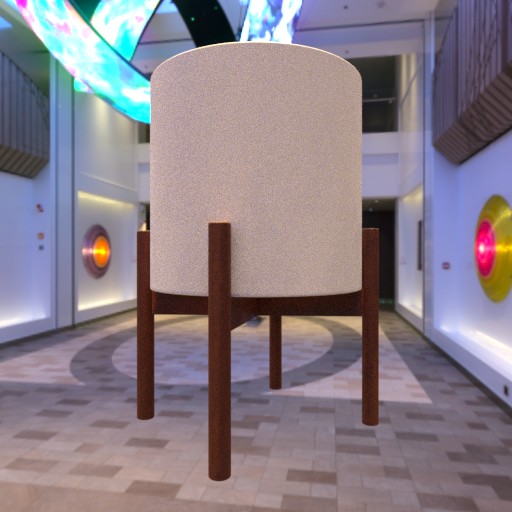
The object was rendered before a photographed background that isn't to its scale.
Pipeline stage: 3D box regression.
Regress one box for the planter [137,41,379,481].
[{"bbox_3d":[0.000,0.000,0.898,0.417,0.670,0.417,0,0,-36],"label":"planter"}]
